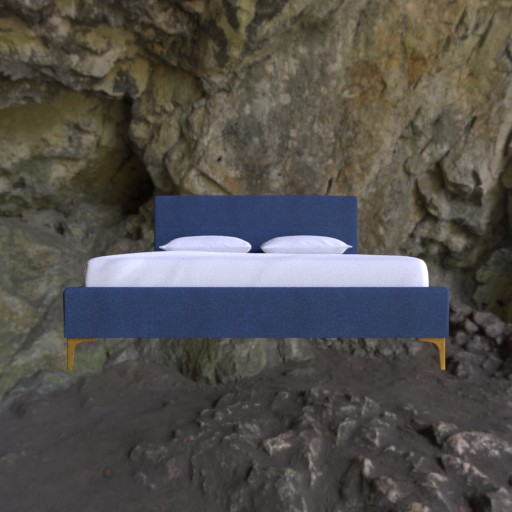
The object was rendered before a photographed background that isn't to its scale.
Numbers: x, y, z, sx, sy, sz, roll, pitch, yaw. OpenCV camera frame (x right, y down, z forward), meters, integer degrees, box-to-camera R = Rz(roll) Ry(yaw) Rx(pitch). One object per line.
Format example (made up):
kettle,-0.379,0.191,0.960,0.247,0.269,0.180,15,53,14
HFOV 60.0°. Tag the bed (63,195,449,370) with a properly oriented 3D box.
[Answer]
bed,0.000,0.000,3.503,2.096,1.231,2.232,0,0,0
